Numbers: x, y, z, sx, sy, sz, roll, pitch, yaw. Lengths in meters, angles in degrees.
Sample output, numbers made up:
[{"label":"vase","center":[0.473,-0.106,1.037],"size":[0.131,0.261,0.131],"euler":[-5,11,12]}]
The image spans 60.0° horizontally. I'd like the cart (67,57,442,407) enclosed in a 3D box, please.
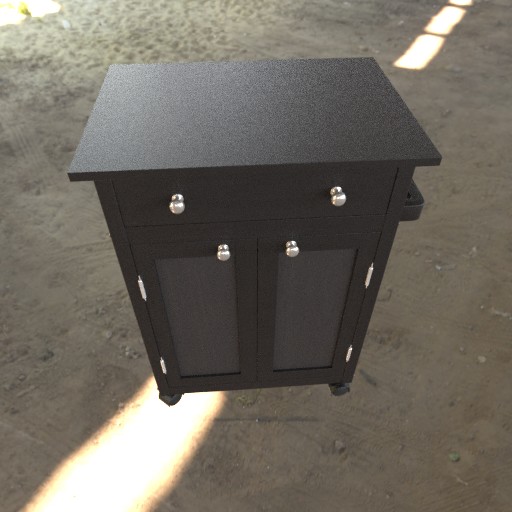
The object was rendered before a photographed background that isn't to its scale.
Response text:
[{"label":"cart","center":[0.000,0.000,1.219],"size":[0.660,0.879,0.456],"euler":[-3,45,-3]}]
